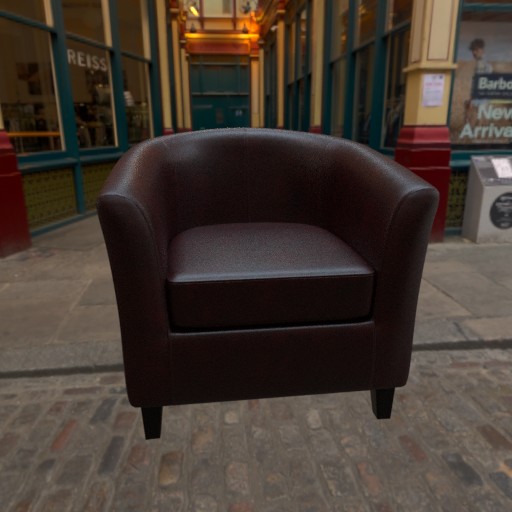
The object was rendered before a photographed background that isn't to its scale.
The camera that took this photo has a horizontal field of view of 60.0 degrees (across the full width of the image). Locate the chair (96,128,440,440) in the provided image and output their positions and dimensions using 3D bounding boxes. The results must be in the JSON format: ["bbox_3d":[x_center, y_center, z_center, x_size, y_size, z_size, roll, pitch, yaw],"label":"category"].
[{"bbox_3d":[0.000,0.000,1.376,0.792,0.756,0.727,-2,17,-7],"label":"chair"}]
